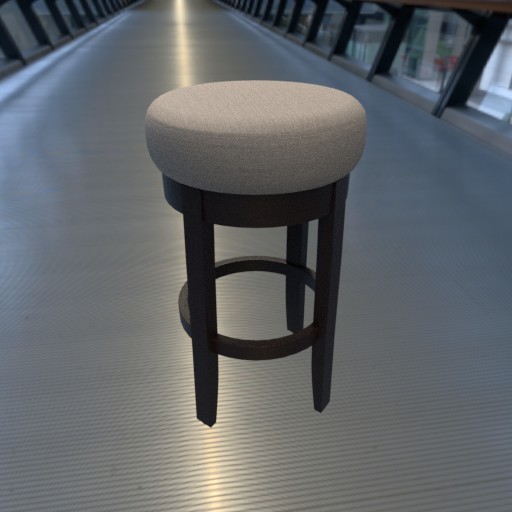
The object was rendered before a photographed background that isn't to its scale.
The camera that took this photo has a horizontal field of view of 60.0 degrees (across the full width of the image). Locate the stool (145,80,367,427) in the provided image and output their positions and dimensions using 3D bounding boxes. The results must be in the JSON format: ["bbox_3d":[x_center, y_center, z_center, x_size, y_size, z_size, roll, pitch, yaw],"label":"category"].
[{"bbox_3d":[0.000,0.000,1.061,0.443,0.757,0.443,0,30,0],"label":"stool"}]
